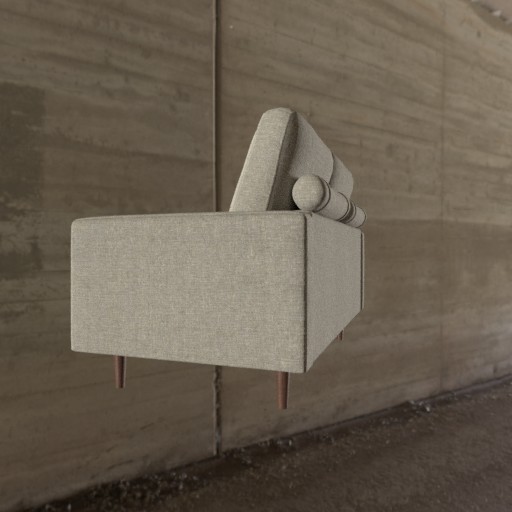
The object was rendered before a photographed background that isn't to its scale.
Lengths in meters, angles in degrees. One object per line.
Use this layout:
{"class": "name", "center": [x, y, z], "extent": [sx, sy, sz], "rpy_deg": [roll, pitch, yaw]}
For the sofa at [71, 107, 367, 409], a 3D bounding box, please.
{"class": "sofa", "center": [0.000, 0.000, 1.947], "extent": [0.842, 0.907, 1.407], "rpy_deg": [0, 1, 20]}
